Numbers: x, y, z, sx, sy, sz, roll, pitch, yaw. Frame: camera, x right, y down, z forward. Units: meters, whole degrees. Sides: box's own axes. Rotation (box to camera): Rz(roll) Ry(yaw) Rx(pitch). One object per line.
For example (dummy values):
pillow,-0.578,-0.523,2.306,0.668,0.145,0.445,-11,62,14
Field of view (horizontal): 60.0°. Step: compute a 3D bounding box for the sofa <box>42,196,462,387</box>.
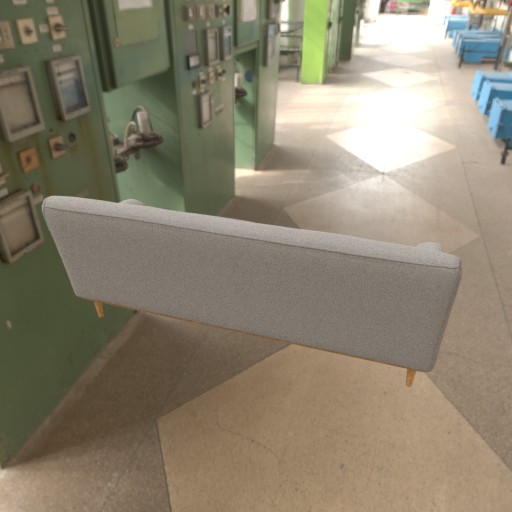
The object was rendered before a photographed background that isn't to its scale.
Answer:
sofa,0.000,0.000,2.568,2.057,0.871,0.978,9,33,15
